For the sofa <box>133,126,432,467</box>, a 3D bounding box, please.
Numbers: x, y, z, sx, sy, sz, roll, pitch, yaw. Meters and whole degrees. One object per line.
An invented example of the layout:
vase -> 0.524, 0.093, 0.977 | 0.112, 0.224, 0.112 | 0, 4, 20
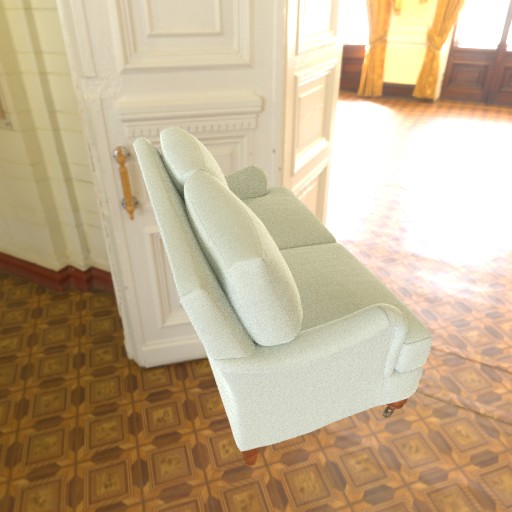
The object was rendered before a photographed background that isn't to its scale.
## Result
sofa -> 0.000, 0.000, 2.499 | 1.084, 1.101, 1.853 | -10, 33, -15
